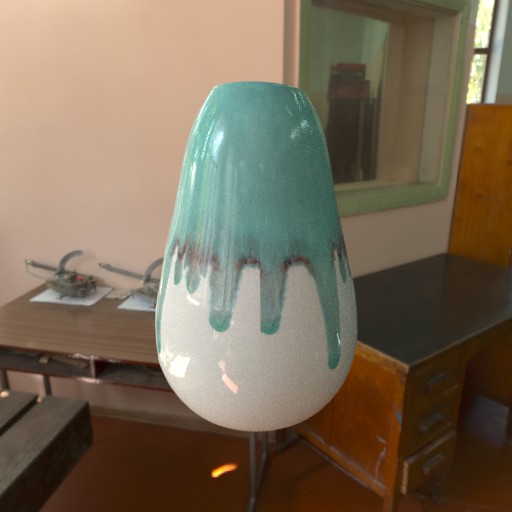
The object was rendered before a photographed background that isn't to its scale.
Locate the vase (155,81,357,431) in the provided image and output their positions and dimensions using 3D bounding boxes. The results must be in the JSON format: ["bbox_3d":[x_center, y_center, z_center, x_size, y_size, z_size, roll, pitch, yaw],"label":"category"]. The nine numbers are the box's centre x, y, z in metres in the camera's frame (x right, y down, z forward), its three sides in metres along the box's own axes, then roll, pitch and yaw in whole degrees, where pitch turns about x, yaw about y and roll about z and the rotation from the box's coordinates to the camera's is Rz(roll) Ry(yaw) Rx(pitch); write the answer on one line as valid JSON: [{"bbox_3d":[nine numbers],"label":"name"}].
[{"bbox_3d":[0.000,0.000,0.249,0.116,0.179,0.116,0,16,0],"label":"vase"}]
